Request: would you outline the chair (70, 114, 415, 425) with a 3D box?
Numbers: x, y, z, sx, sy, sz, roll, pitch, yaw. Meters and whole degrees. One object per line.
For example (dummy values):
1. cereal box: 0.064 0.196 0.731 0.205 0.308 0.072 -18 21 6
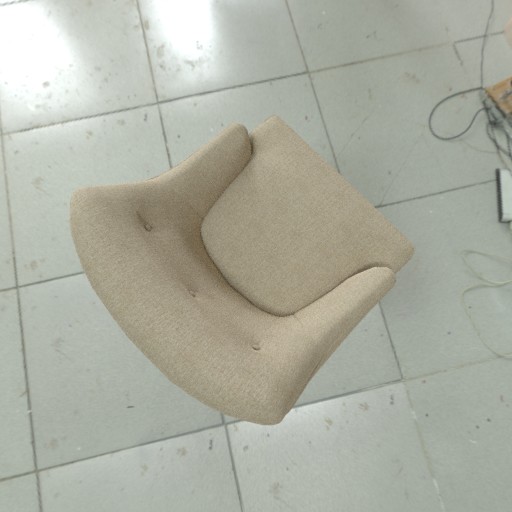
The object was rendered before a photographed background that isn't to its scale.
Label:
1. chair: 0.000 0.000 1.606 0.923 0.856 0.864 -42 79 -10
